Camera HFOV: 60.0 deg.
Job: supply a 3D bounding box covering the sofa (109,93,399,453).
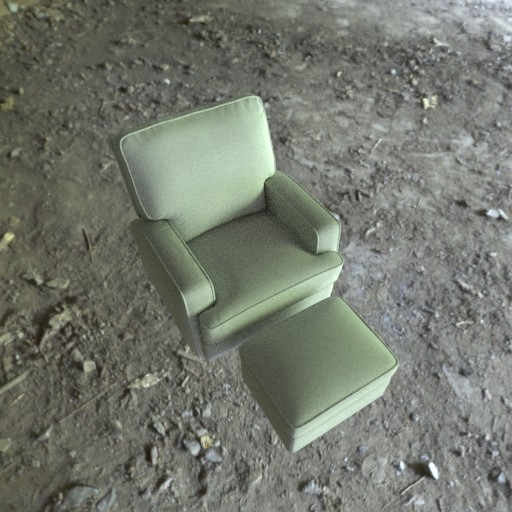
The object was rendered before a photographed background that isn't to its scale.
[{"bbox_3d":[0.000,0.000,2.075,0.861,0.959,1.472,-24,53,-20],"label":"sofa"}]
